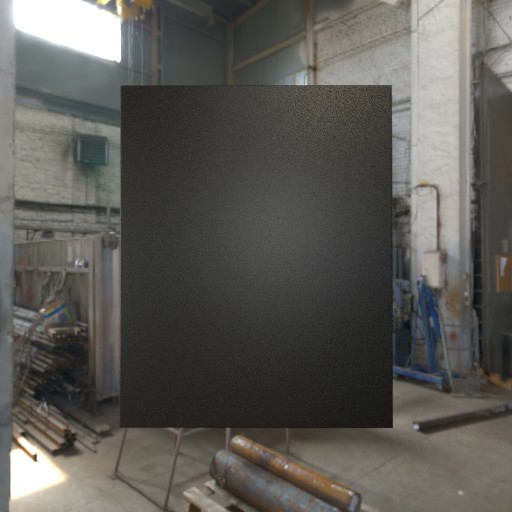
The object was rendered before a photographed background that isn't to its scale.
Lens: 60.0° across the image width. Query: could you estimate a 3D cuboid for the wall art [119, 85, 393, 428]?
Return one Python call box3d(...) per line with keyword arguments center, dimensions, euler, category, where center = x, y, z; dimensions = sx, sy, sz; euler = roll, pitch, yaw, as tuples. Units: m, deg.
box3d(center=(0.000, 0.000, 1.568), dimensions=(0.950, 1.194, 0.053), euler=(0, -1, 0), category="wall art")
